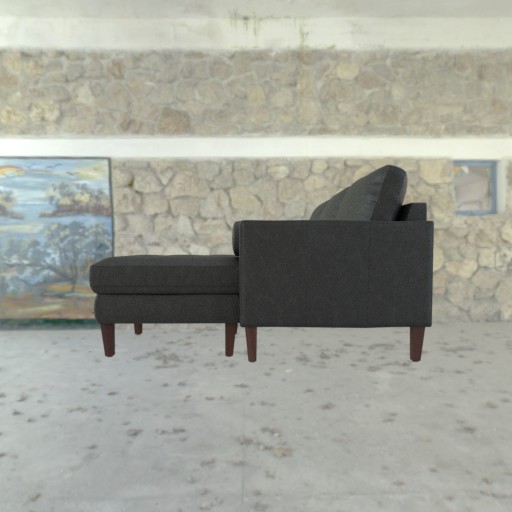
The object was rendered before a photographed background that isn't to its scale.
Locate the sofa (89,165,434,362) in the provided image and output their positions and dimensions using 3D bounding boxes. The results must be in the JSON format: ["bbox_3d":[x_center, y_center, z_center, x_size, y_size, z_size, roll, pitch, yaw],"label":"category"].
[{"bbox_3d":[0.000,0.000,2.950,1.497,0.876,2.178,0,1,-1],"label":"sofa"}]
